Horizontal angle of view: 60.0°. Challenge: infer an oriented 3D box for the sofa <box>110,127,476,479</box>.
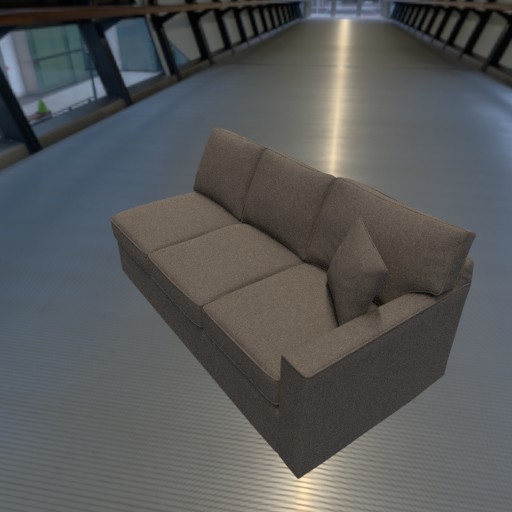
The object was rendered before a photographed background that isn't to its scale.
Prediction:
[{"bbox_3d":[0.000,0.000,2.502,1.034,0.946,1.963,-20,37,-30],"label":"sofa"}]
